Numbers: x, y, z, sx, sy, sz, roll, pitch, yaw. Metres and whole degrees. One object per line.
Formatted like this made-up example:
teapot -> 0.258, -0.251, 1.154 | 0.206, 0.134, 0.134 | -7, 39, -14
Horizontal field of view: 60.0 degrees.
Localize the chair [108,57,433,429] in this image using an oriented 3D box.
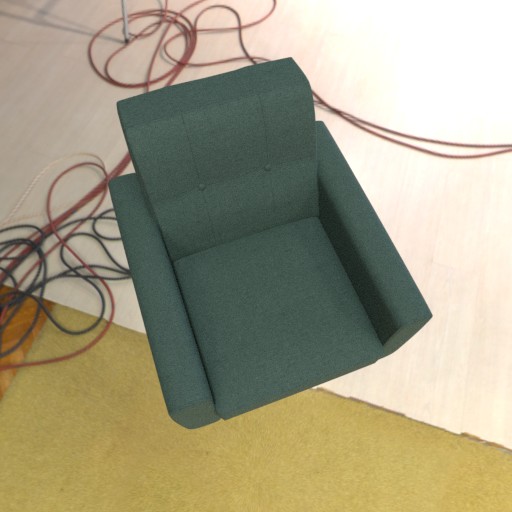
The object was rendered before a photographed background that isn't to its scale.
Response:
chair -> 0.000, 0.000, 1.540 | 0.831, 0.841, 0.909 | -18, 65, -9
